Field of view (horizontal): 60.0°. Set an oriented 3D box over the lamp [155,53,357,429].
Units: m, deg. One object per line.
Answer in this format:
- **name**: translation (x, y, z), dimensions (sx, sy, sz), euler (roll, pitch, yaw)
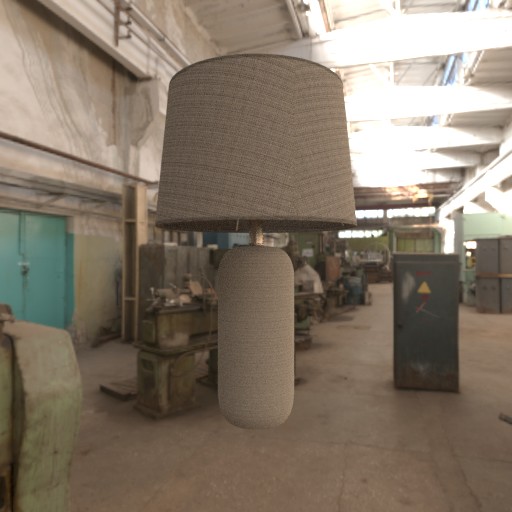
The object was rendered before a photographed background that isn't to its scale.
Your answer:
- **lamp**: translation (0.000, 0.000, 0.825), dimensions (0.367, 0.609, 0.367), euler (0, 0, 0)
